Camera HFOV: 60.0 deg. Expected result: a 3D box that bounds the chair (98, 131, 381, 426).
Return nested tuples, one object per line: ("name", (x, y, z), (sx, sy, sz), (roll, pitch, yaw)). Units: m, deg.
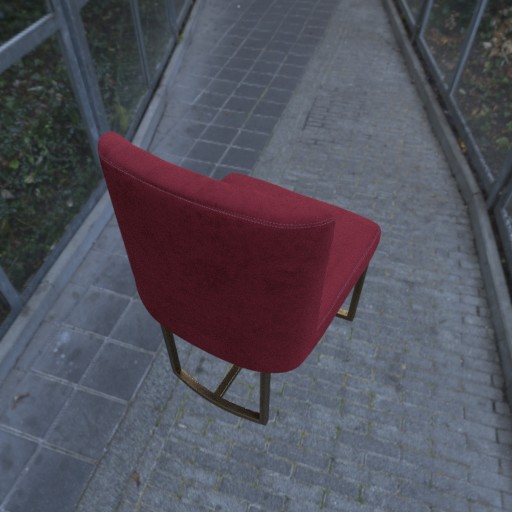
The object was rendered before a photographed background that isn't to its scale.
("chair", (0.000, 0.000, 1.185), (0.530, 0.824, 0.560), (23, 50, 21))
